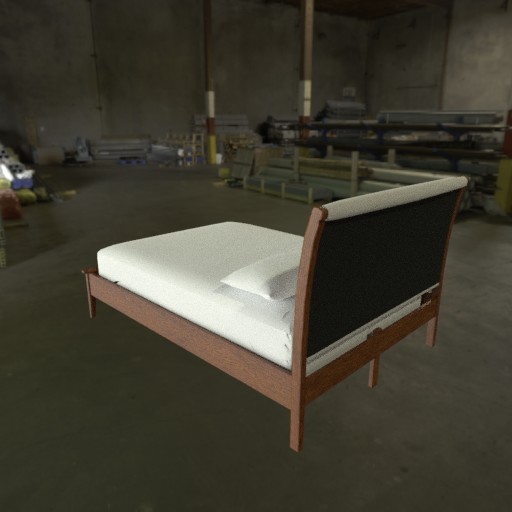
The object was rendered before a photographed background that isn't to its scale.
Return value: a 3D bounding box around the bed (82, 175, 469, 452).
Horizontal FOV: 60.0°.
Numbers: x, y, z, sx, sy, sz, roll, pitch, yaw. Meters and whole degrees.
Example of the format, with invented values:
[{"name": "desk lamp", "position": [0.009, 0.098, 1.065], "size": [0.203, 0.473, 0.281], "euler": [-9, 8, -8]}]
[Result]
[{"name": "bed", "position": [0.000, 0.000, 3.274], "size": [2.380, 1.250, 1.612], "euler": [16, 23, 43]}]
